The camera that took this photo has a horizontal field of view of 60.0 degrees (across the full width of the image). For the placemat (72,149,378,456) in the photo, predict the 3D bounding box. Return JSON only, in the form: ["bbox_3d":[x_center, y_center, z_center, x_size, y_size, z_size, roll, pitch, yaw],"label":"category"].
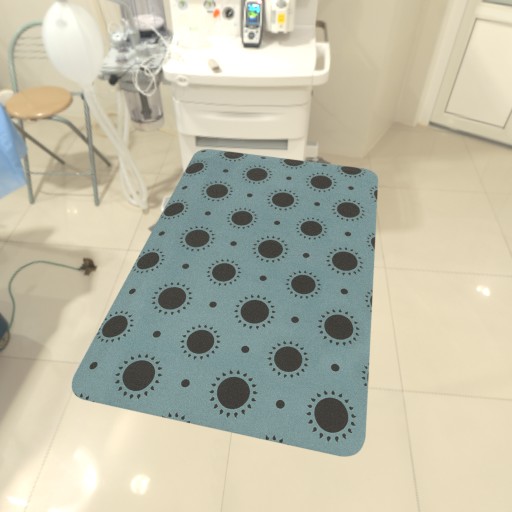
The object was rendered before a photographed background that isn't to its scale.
[{"bbox_3d":[0.000,0.000,0.968,0.508,0.021,0.762,9,48,8],"label":"placemat"}]
